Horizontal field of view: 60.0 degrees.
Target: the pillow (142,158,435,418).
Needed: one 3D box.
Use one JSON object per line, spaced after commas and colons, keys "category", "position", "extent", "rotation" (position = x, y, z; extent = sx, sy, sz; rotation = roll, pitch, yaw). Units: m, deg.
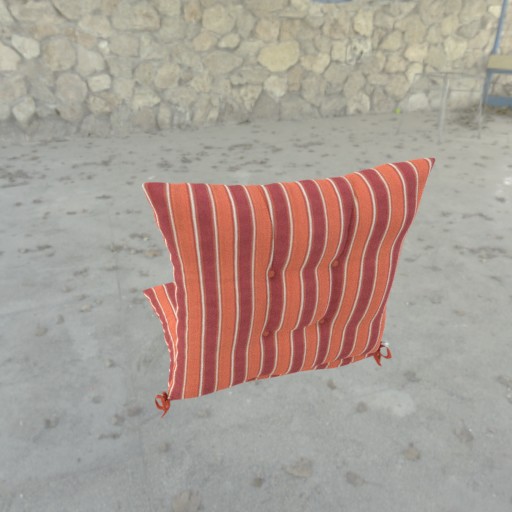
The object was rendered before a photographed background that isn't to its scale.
{"category": "pillow", "position": [0.000, 0.000, 1.026], "extent": [0.541, 0.536, 0.585], "rotation": [-8, 27, -16]}
